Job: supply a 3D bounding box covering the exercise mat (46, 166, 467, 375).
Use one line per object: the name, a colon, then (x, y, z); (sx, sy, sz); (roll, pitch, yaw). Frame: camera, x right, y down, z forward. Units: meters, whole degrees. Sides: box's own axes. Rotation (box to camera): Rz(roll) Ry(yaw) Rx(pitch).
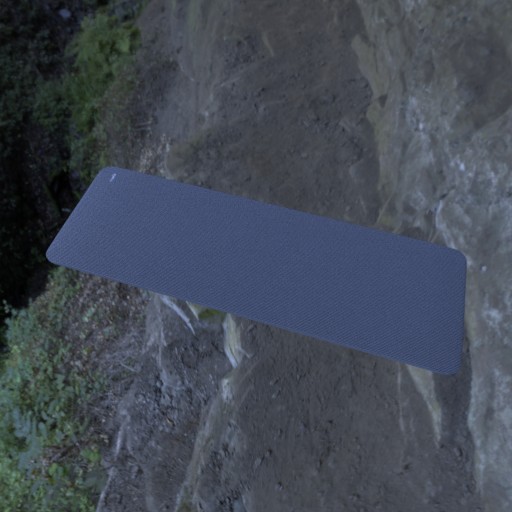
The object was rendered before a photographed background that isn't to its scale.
exercise mat: (0.000, 0.000, 2.057); (1.884, 0.021, 0.616); (15, 60, 9)
